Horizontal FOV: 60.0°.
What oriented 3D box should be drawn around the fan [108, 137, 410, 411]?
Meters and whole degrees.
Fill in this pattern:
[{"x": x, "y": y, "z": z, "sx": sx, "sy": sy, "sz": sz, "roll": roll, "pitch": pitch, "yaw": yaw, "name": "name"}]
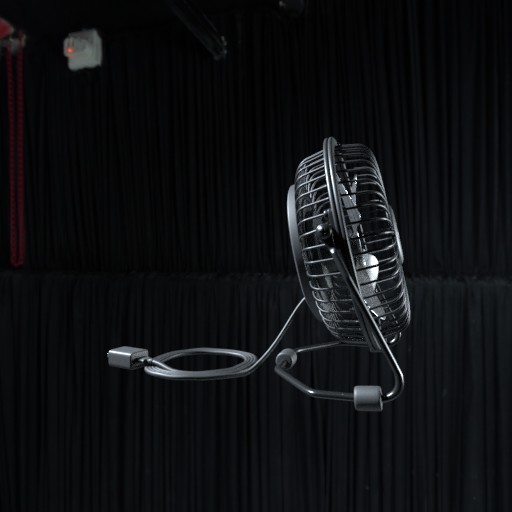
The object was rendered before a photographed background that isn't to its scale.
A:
[{"x": 0.000, "y": 0.000, "z": 0.307, "sx": 0.202, "sy": 0.152, "sz": 0.153, "roll": 0, "pitch": 1, "yaw": 17, "name": "fan"}]
